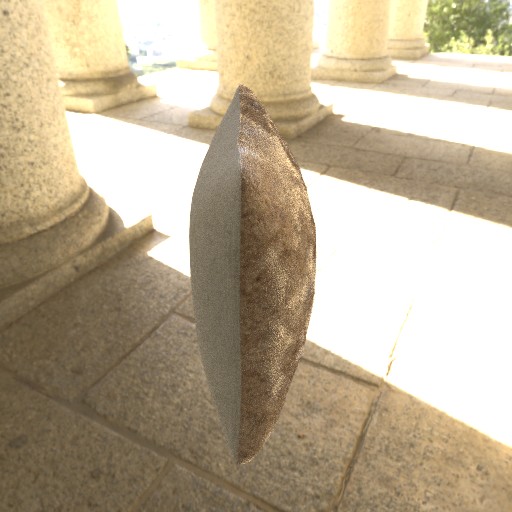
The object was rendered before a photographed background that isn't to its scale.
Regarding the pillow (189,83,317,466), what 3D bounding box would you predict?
[{"bbox_3d":[0.000,0.000,0.827,0.216,0.525,0.538,0,32,-1],"label":"pillow"}]
